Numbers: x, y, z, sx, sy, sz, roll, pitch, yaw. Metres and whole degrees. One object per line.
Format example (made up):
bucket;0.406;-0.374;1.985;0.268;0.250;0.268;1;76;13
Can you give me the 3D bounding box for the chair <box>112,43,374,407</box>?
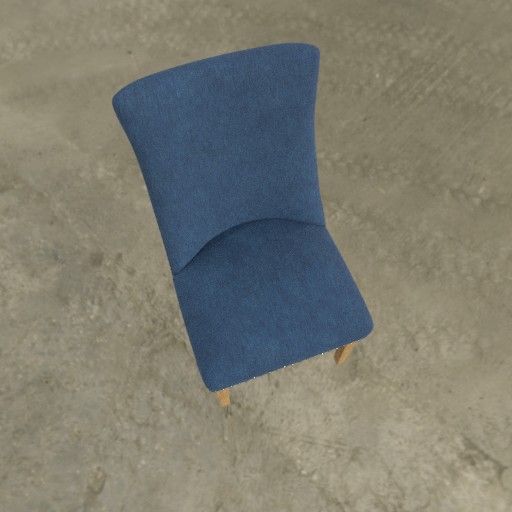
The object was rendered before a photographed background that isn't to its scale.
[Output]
chair;0.000;0.000;1.259;0.495;0.902;0.610;-18;65;-9
